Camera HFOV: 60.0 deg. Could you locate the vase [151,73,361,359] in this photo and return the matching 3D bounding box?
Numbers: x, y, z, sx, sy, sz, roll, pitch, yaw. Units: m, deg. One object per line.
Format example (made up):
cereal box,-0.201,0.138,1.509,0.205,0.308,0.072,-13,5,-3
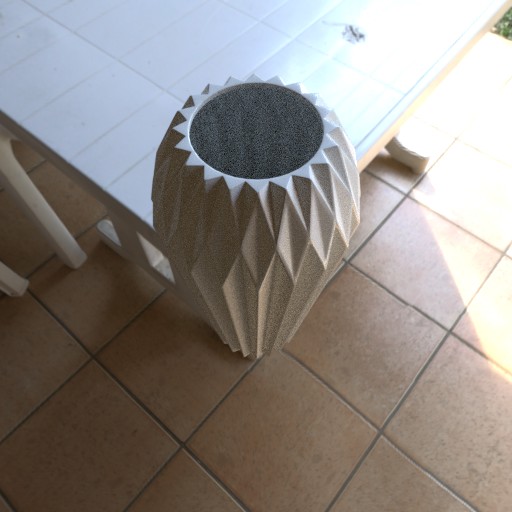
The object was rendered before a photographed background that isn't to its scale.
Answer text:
vase,0.000,0.000,0.344,0.133,0.263,0.133,0,59,0
